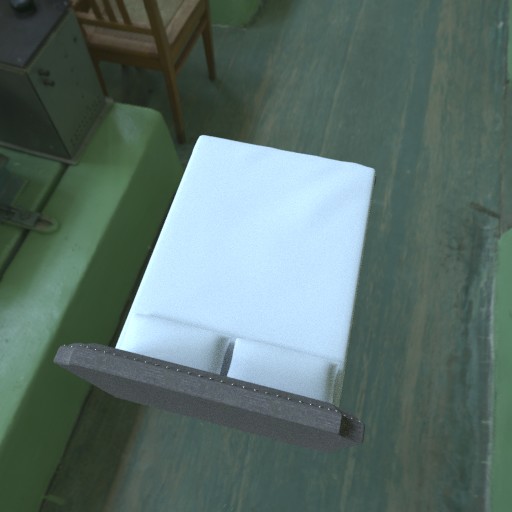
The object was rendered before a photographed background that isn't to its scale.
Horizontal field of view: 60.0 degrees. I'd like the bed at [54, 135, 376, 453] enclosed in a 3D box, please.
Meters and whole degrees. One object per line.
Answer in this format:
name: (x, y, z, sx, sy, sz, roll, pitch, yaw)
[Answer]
bed: (0.000, 0.000, 3.389, 1.713, 1.457, 2.381, 13, 64, 6)
